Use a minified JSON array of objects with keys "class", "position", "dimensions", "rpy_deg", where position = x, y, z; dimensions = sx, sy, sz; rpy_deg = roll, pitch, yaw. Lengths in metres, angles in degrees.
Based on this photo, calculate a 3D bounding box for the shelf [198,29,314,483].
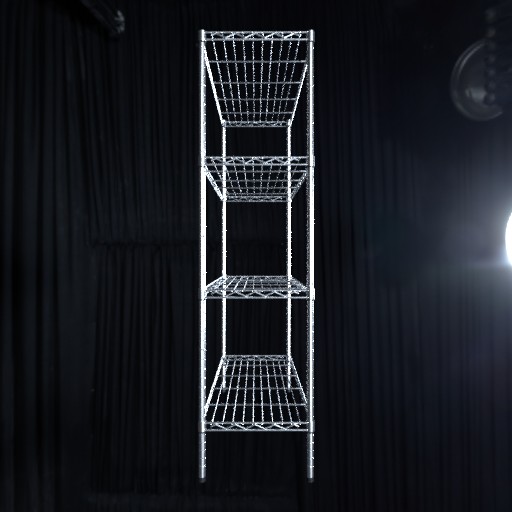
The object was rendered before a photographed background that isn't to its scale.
[{"class":"shelf","position":[0.000,0.000,1.781],"dimensions":[0.352,1.360,0.907],"rpy_deg":[0,0,0]}]
